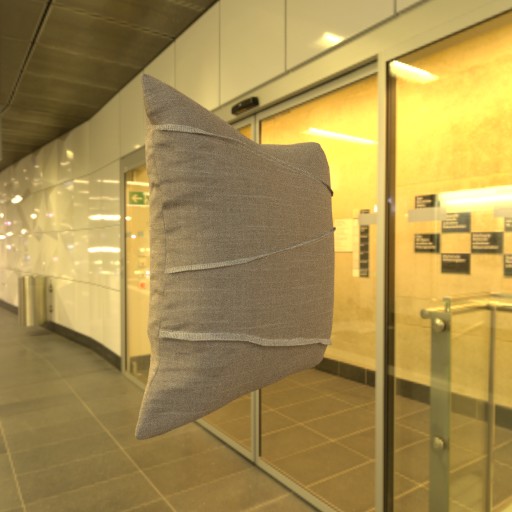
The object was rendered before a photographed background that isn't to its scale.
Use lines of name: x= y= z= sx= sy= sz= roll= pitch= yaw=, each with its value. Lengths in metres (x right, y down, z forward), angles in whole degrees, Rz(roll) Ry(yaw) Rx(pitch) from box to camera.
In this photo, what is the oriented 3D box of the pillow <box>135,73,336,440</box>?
pillow: x=0.000 y=0.000 z=0.640 sx=0.169 sy=0.400 sz=0.424 roll=1 pitch=1 yaw=36
